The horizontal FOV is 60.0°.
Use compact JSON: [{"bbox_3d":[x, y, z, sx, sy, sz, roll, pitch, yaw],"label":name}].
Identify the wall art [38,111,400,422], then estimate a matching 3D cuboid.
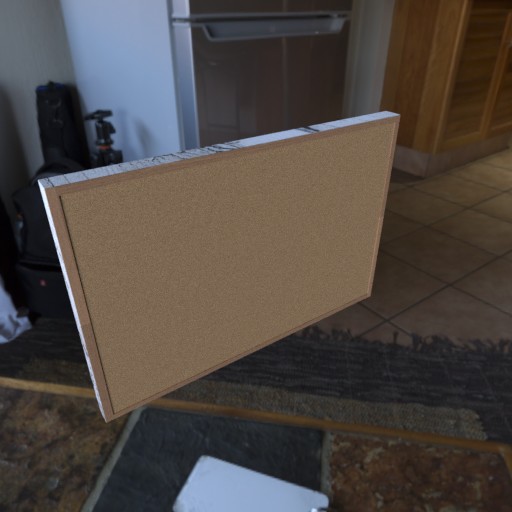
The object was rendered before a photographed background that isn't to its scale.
[{"bbox_3d":[0.000,0.000,0.774,0.613,0.407,0.035,-20,36,-29],"label":"wall art"}]
